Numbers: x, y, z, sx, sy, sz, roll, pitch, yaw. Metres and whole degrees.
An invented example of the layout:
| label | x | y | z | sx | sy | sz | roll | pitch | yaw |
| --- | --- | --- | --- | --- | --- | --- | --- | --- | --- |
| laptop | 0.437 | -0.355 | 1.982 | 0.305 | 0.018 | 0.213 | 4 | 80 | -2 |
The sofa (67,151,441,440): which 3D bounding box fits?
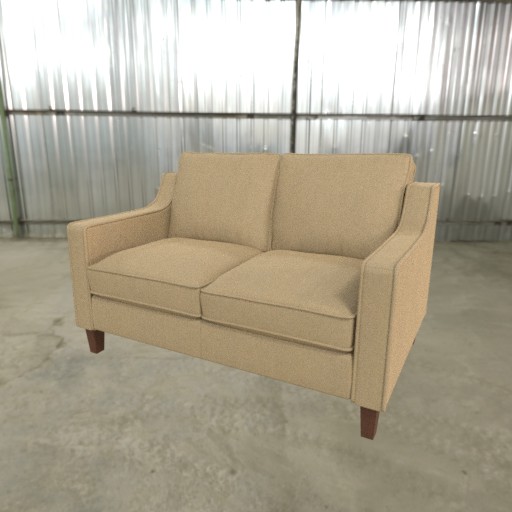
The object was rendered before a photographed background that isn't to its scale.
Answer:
| label | x | y | z | sx | sy | sz | roll | pitch | yaw |
| --- | --- | --- | --- | --- | --- | --- | --- | --- | --- |
| sofa | 0.000 | 0.000 | 2.148 | 1.501 | 0.971 | 0.987 | 8 | 17 | 27 |
